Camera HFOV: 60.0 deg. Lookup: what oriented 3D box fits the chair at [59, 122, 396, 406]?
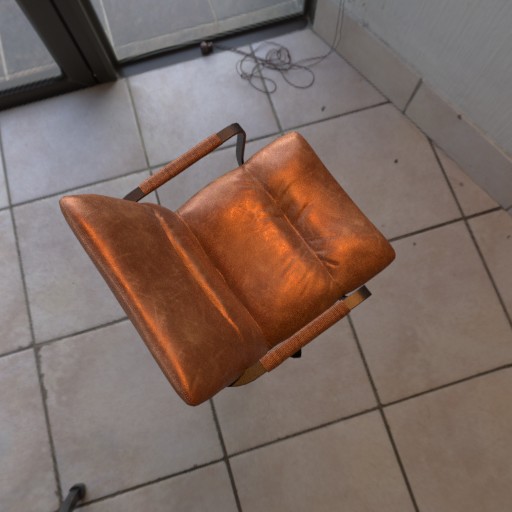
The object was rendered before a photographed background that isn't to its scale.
[{"bbox_3d":[0.000,0.000,1.454,0.754,0.922,0.727,-35,79,-8],"label":"chair"}]
